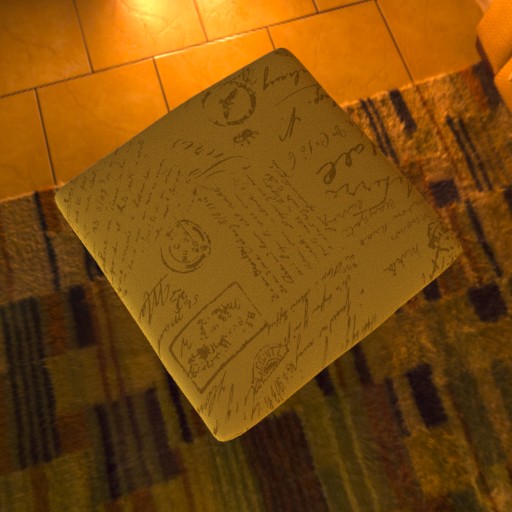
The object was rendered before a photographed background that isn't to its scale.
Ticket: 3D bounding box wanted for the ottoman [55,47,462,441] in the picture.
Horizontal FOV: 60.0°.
[{"bbox_3d":[0.000,0.000,0.839,0.449,0.457,0.450,-36,78,-9],"label":"ottoman"}]
